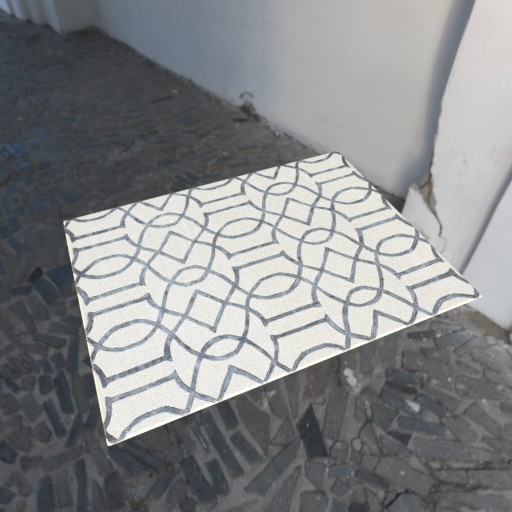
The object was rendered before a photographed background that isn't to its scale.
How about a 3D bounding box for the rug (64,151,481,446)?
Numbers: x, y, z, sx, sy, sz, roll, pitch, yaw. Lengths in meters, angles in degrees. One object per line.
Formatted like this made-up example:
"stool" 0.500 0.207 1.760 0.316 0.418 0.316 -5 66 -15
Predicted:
"rug" 0.000 0.000 3.775 2.910 0.021 2.211 -17 49 -16
